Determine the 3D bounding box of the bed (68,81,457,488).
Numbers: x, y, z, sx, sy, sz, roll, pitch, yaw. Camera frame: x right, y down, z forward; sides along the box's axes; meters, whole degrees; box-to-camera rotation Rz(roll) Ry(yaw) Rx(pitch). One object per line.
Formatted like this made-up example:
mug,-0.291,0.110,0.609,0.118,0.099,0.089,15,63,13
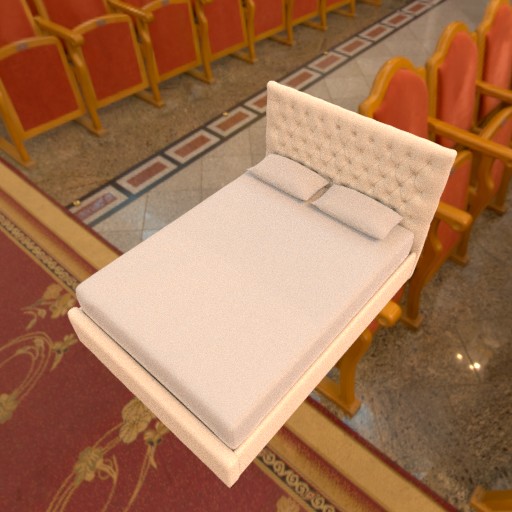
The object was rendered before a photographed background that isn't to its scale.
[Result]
bed,0.000,0.000,3.338,1.698,1.427,2.387,32,54,27
